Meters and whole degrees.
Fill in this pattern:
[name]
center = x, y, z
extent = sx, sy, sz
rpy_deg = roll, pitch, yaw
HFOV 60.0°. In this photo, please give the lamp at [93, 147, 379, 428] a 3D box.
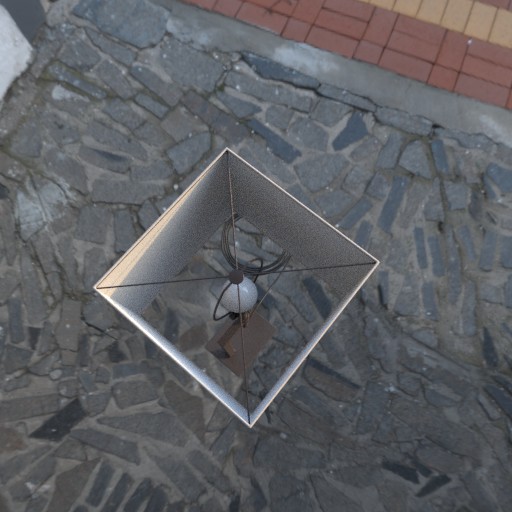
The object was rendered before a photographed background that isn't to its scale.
[lamp]
center = 0.000, 0.000, 0.956
extent = 0.399, 0.660, 0.504
rpy_deg = 38, 77, 11
